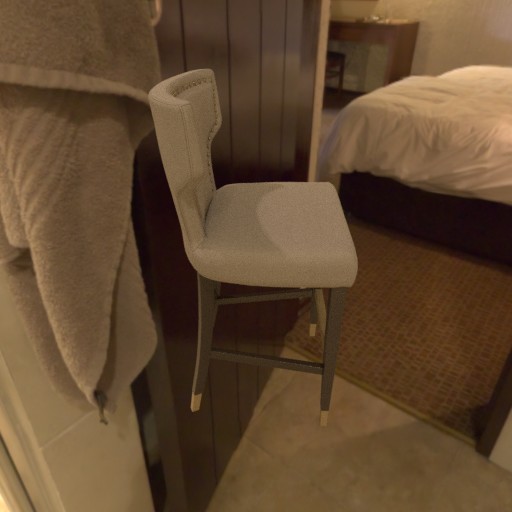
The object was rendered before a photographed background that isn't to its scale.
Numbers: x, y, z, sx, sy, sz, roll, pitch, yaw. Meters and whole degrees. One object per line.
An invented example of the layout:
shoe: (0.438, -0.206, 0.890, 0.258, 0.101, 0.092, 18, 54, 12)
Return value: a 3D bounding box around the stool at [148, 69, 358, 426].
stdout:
stool: (0.000, 0.000, 1.472, 0.563, 1.092, 0.526, 1, 32, 1)
